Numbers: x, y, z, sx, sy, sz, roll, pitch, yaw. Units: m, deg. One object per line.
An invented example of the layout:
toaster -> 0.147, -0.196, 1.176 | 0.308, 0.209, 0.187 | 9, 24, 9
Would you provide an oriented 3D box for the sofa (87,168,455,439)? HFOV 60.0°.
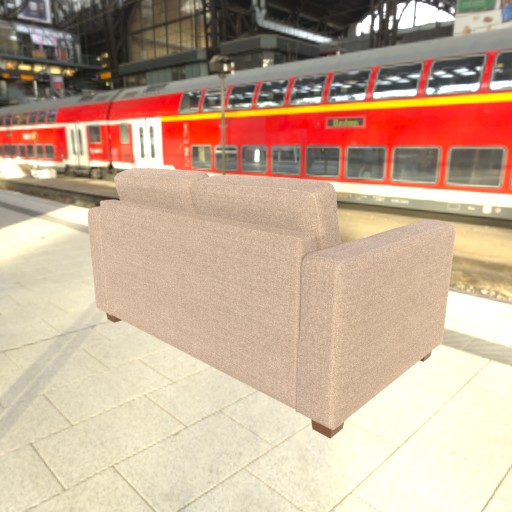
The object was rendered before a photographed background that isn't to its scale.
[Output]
sofa -> 0.000, 0.000, 2.068 | 1.520, 0.800, 0.900 | 13, 20, 42
